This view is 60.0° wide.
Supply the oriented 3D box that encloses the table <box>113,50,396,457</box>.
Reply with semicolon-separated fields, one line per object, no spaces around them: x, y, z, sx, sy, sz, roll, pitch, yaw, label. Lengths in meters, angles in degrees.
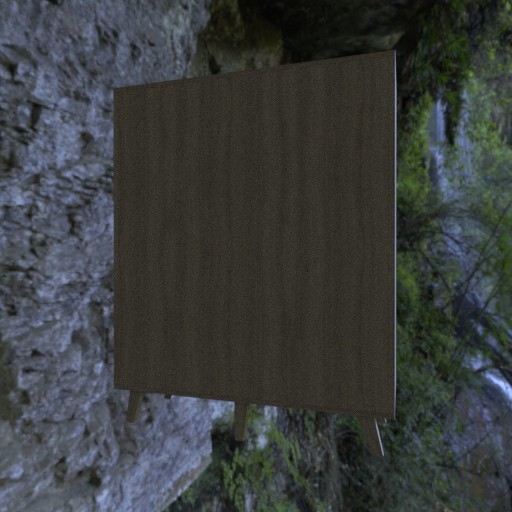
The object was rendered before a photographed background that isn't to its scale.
0.000;0.000;1.850;1.111;1.388;0.398;0;0;18;table
